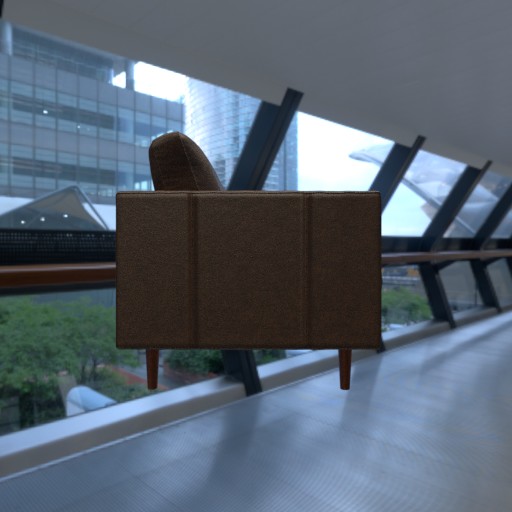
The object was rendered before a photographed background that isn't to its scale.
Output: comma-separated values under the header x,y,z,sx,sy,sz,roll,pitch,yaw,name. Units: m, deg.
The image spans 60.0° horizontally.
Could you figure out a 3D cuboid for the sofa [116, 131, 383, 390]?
x,y,z,sx,sy,sz,roll,pitch,yaw,name
0.000,0.000,2.231,0.909,0.951,1.578,0,0,0,sofa
